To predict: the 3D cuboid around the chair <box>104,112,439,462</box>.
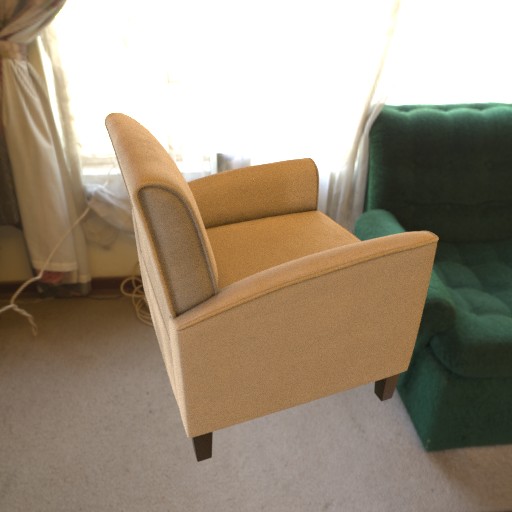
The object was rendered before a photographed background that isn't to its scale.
[{"bbox_3d":[0.000,0.000,1.533,0.821,0.915,0.820,-11,31,-18],"label":"chair"}]
